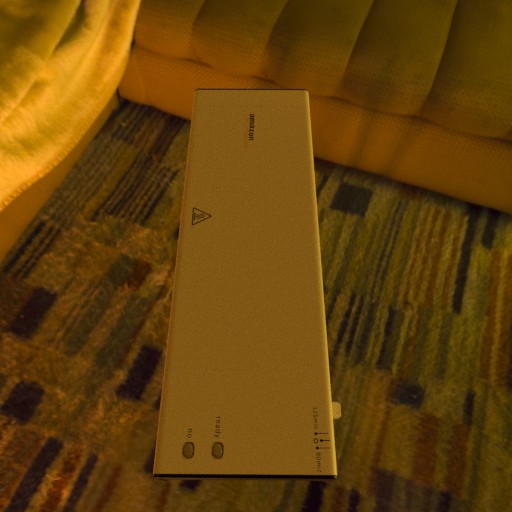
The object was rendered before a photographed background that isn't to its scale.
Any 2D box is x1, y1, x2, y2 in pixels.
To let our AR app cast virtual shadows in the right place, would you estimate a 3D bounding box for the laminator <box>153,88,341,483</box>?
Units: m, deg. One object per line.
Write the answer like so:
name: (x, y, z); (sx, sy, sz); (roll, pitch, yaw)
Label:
laminator: (0.000, 0.000, 0.375); (0.123, 0.062, 0.340); (0, 60, 0)
